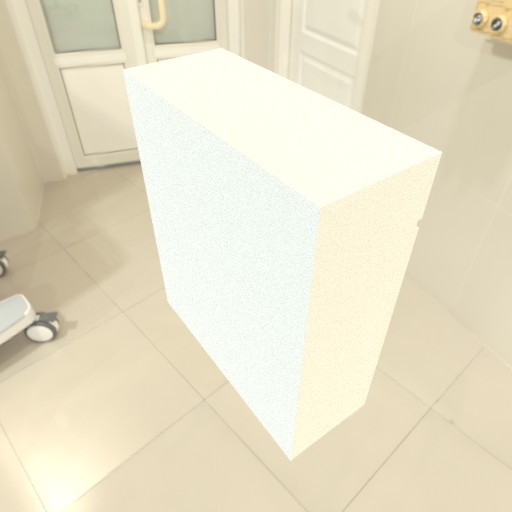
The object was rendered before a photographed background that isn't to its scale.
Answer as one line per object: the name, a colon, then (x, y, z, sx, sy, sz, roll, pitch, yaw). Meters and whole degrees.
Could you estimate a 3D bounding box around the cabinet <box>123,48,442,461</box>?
cabinet: (0.000, 0.000, 1.692, 0.400, 1.190, 1.000, -26, 48, -26)
